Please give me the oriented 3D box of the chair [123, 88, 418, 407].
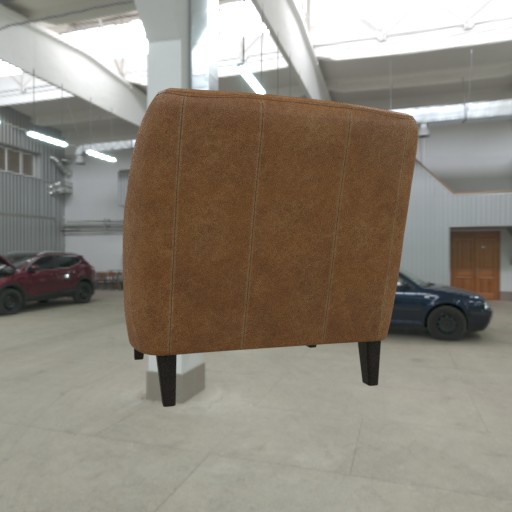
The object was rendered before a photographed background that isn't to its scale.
[{"bbox_3d":[0.000,0.000,1.810,1.037,0.980,1.034,0,0,-17],"label":"chair"}]
